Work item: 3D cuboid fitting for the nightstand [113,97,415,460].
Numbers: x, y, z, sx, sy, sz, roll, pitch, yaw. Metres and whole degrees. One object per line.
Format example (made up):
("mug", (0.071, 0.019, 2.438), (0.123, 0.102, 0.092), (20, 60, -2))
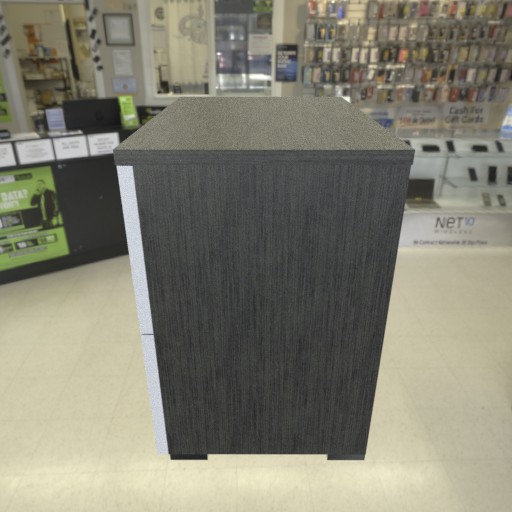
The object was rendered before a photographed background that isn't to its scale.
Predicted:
("nightstand", (0.000, 0.000, 0.751), (0.325, 0.460, 0.441), (0, 26, 0))
